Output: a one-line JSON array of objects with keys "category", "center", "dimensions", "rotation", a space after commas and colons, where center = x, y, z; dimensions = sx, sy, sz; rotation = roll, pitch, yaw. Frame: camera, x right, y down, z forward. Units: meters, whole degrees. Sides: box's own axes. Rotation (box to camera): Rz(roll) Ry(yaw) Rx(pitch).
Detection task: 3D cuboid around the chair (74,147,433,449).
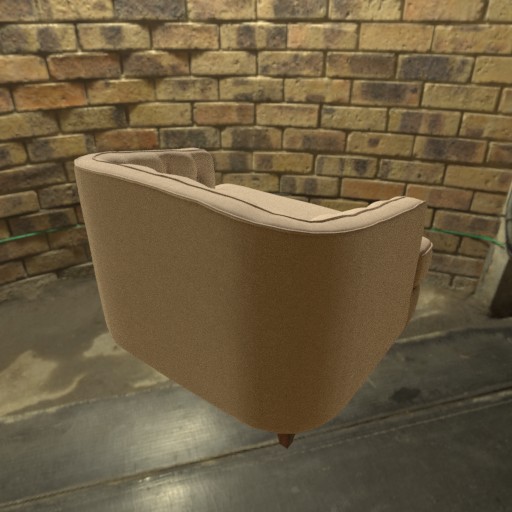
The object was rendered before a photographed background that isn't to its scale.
[{"category": "chair", "center": [0.000, 0.000, 1.711], "dimensions": [1.104, 0.852, 0.941], "rotation": [20, 35, 31]}]
